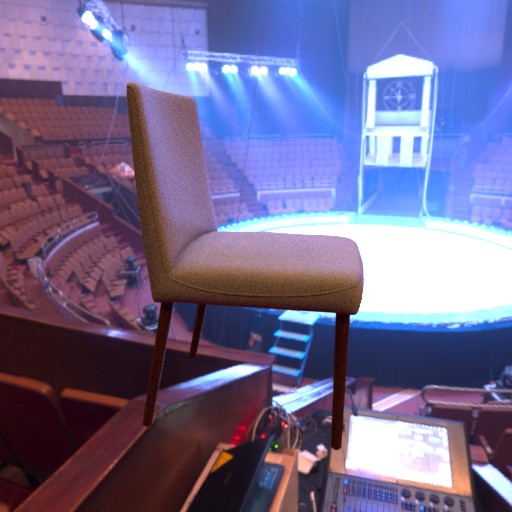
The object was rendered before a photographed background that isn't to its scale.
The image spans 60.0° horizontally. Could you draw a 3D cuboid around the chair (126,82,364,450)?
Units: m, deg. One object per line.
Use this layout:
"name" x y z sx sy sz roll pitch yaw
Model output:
"chair" 0.000 0.000 1.201 0.570 0.859 0.456 3 15 10
